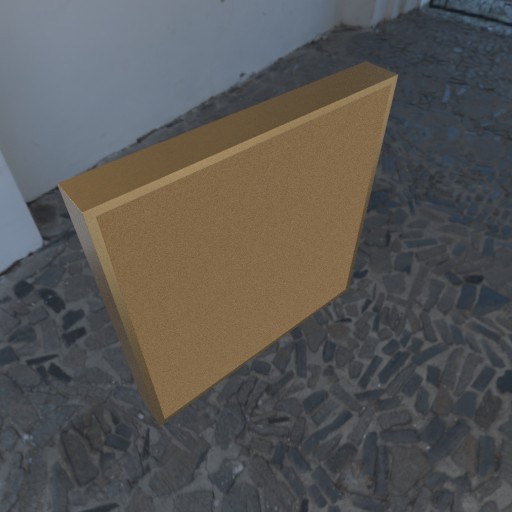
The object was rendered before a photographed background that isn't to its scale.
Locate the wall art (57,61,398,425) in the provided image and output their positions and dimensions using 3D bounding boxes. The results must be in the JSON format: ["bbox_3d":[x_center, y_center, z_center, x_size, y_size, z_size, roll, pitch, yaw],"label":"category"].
[{"bbox_3d":[0.000,0.000,0.455,0.304,0.304,0.038,-31,53,-26],"label":"wall art"}]
